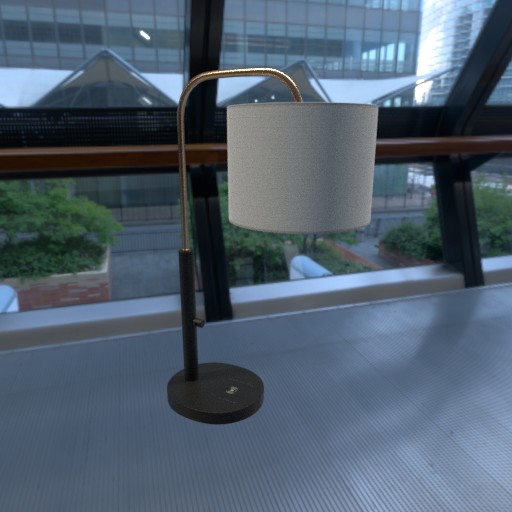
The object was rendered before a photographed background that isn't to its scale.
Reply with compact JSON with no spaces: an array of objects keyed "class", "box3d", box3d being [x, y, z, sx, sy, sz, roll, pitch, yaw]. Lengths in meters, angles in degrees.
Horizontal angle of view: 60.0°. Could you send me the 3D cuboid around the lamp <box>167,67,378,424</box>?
[{"class":"lamp","box3d":[0.000,0.000,0.683,0.337,0.540,0.199,8,17,27]}]
